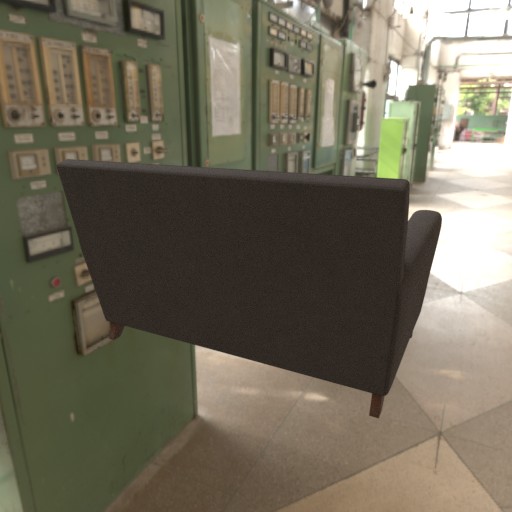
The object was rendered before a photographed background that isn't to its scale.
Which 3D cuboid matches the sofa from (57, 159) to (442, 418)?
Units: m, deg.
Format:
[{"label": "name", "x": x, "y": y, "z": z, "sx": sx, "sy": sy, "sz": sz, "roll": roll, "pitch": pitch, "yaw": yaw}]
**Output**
[{"label": "sofa", "x": 0.000, "y": 0.000, "z": 1.957, "sx": 1.420, "sy": 0.846, "sz": 0.871, "roll": 9, "pitch": 19, "yaw": 26}]
